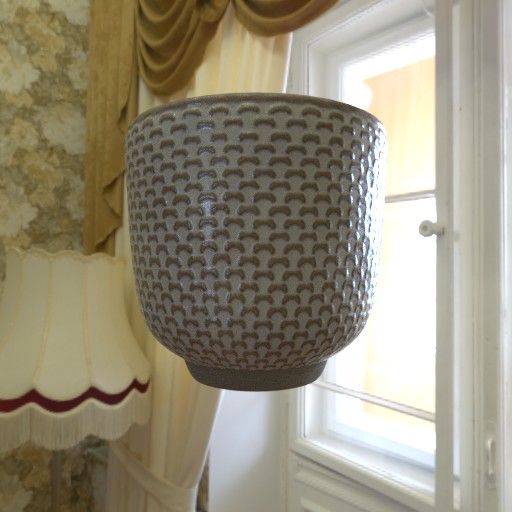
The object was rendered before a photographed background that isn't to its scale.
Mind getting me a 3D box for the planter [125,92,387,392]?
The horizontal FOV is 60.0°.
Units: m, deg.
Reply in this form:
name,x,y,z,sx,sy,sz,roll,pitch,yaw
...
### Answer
name,x,y,z,sx,sy,sz,roll,pitch,yaw
planter,0.000,0.000,0.244,0.139,0.130,0.139,0,-1,0
